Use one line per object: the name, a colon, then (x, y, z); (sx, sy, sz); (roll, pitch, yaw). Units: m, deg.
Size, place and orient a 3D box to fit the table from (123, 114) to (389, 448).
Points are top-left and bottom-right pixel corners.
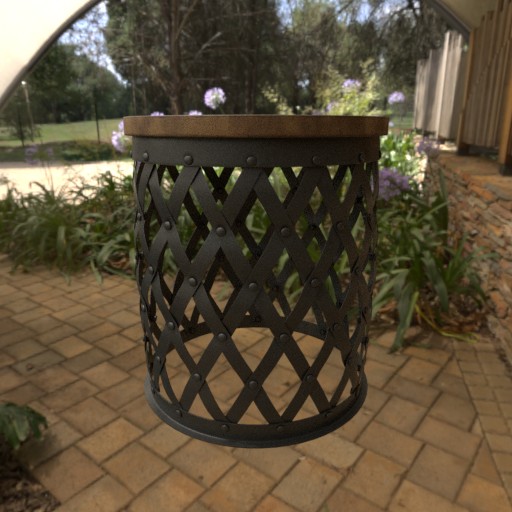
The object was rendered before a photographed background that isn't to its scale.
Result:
table: (0.000, 0.000, 0.763); (0.405, 0.454, 0.405); (0, 16, 0)
